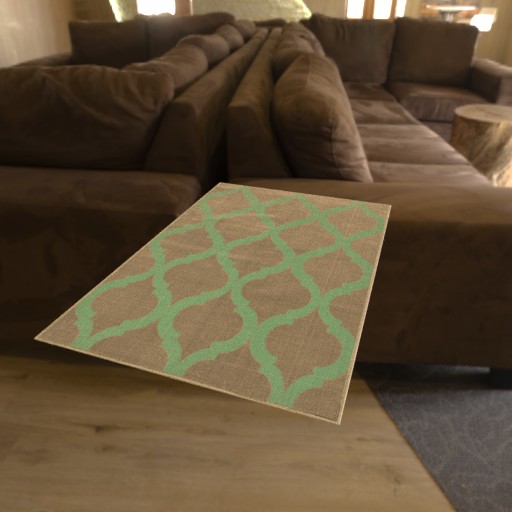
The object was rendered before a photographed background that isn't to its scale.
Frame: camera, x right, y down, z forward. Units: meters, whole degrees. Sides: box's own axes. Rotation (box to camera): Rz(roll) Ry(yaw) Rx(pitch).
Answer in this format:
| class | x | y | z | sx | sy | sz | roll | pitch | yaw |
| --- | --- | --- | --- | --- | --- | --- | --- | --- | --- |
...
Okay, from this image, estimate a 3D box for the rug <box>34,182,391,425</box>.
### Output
| class | x | y | z | sx | sy | sz | roll | pitch | yaw |
| --- | --- | --- | --- | --- | --- | --- | --- | --- | --- |
| rug | 0.000 | 0.000 | 2.909 | 1.524 | 0.006 | 2.286 | 10 | 32 | 17 |
